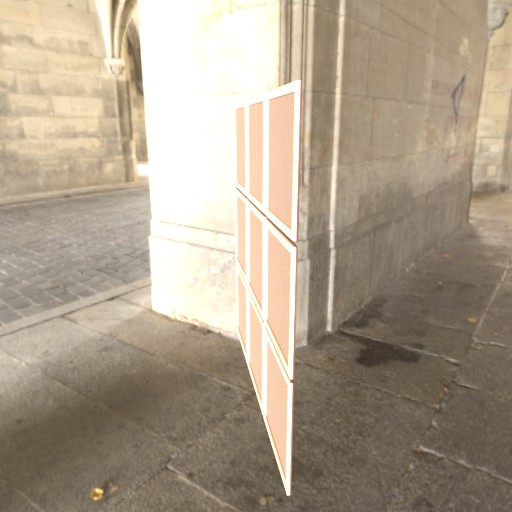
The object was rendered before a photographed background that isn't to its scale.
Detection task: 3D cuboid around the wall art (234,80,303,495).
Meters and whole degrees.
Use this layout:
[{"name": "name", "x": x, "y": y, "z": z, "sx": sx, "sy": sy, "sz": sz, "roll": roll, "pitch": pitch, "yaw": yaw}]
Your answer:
[{"name": "wall art", "x": 0.000, "y": 0.000, "z": 1.796, "sx": 0.013, "sy": 1.218, "sz": 1.216, "roll": -3, "pitch": 16, "yaw": -9}]
